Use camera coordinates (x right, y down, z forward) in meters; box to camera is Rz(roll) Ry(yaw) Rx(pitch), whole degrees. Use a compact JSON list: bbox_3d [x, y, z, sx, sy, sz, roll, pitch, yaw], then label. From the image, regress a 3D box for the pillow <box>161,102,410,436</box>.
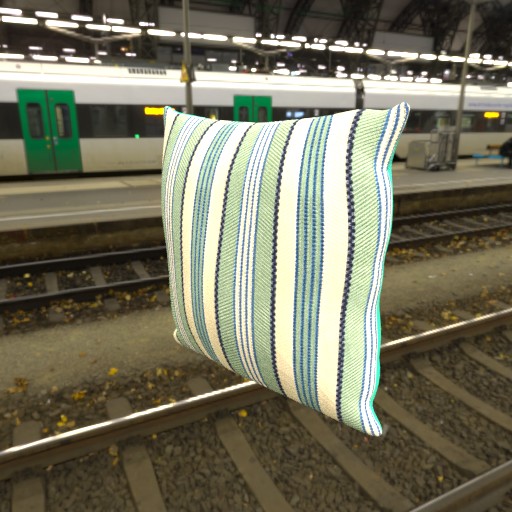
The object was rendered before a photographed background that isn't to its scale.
[{"bbox_3d":[0.000,0.000,0.671,0.440,0.441,0.182,14,22,40],"label":"pillow"}]
